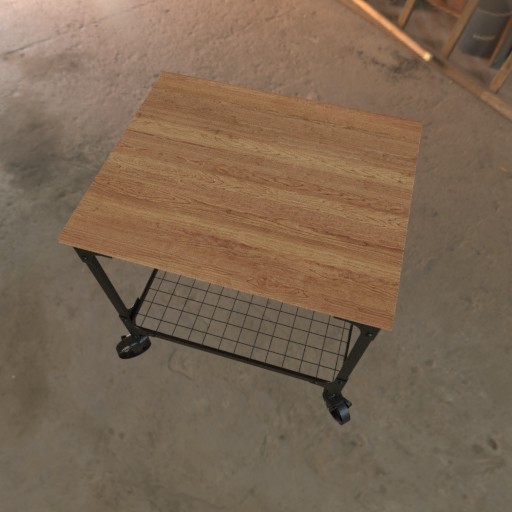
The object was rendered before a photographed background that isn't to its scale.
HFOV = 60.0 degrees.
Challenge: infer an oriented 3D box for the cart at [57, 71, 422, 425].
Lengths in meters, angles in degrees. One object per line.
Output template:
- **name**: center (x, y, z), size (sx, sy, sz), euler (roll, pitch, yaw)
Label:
- **cart**: center (0.000, 0.000, 1.113), size (0.666, 0.603, 0.558), euler (14, 60, 8)
